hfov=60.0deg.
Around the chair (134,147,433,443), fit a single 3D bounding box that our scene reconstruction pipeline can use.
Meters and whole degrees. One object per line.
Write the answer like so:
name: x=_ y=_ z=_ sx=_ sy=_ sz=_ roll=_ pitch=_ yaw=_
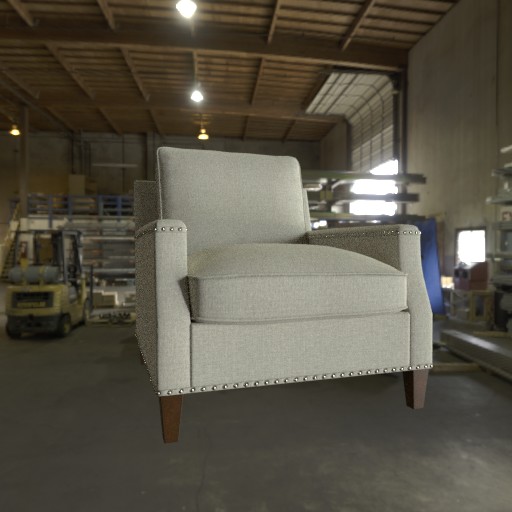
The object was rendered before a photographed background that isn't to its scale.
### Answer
chair: x=0.000 y=0.000 z=1.687 sx=0.853 sy=0.943 sz=1.014 roll=0 pitch=1 yaw=-18
